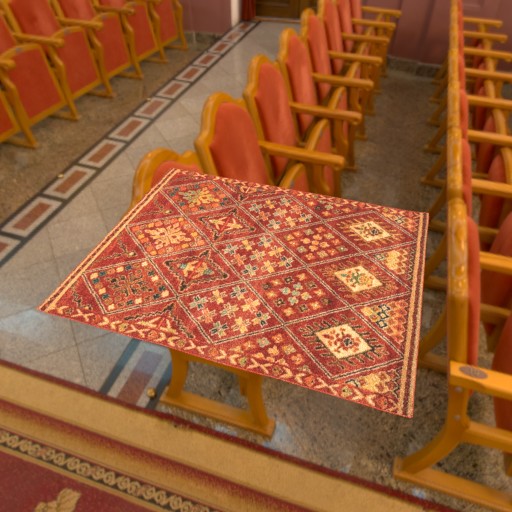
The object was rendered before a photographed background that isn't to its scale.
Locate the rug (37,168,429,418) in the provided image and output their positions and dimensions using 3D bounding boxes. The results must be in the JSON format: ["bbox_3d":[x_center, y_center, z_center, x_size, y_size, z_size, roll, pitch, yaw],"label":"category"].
[{"bbox_3d":[0.000,0.000,4.252,3.086,0.030,2.489,13,43,14],"label":"rug"}]
